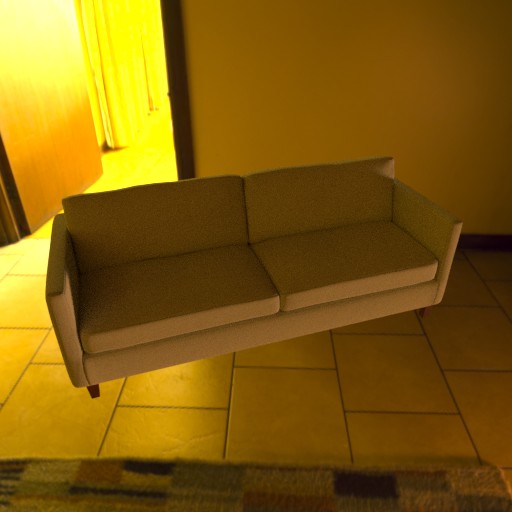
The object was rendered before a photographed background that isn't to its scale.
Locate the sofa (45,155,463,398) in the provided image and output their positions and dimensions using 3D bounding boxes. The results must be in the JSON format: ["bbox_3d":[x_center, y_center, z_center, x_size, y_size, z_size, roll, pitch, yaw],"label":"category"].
[{"bbox_3d":[0.000,0.000,2.915,2.434,0.965,0.948,-10,33,-16],"label":"sofa"}]
